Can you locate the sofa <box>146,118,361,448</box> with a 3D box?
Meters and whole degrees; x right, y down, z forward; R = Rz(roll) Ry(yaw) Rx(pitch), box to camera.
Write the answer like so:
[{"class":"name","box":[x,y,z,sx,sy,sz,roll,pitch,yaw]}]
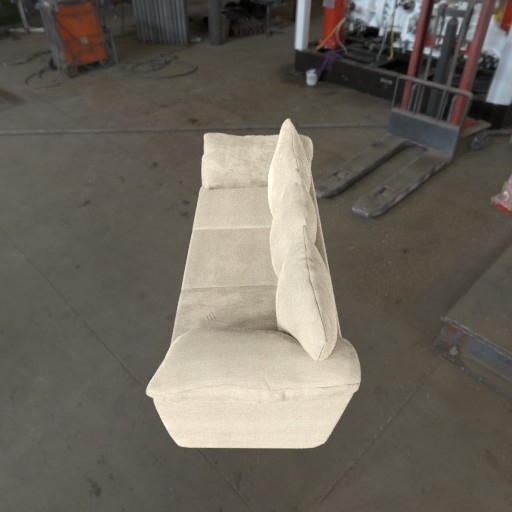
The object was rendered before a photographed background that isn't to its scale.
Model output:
[{"class":"sofa","box":[0.000,0.000,2.808,0.893,0.981,2.377,0,40,0]}]
